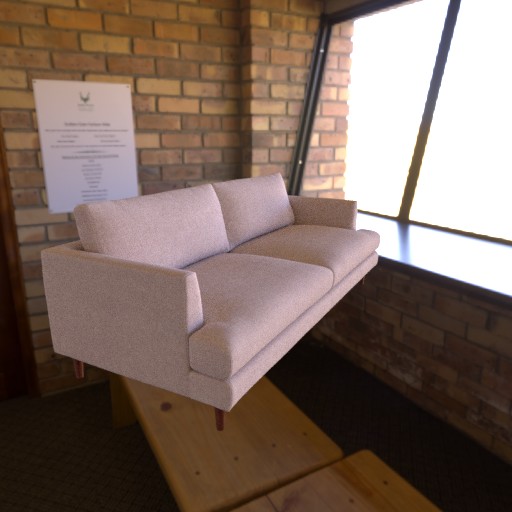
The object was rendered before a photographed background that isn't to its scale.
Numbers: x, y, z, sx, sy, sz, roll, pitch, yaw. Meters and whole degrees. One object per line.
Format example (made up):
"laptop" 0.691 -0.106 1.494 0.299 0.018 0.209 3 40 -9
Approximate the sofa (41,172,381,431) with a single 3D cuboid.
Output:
"sofa" 0.000 0.000 2.761 1.020 0.868 2.250 8 17 28
